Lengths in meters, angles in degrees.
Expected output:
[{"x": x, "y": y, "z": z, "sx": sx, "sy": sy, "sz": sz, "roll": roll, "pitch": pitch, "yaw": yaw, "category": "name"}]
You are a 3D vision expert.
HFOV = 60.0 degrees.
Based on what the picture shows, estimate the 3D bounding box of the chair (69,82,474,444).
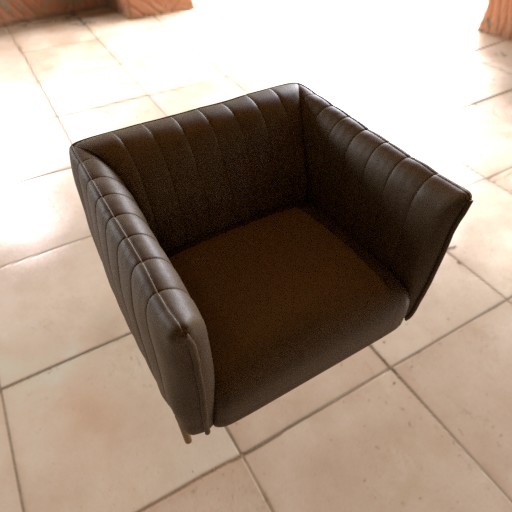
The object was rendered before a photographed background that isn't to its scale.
[{"x": 0.000, "y": 0.000, "z": 1.583, "sx": 0.981, "sy": 0.779, "sz": 0.876, "roll": -23, "pitch": 50, "yaw": -21, "category": "chair"}]
